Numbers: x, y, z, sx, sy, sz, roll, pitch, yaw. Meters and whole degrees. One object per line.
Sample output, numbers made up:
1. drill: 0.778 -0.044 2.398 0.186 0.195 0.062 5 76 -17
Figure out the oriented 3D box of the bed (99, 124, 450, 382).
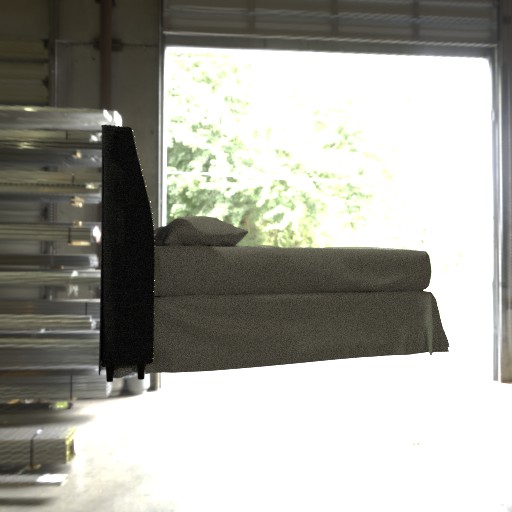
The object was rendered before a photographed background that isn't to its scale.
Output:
1. bed: 0.000 0.000 3.467 2.276 1.332 1.925 0 -1 -18
